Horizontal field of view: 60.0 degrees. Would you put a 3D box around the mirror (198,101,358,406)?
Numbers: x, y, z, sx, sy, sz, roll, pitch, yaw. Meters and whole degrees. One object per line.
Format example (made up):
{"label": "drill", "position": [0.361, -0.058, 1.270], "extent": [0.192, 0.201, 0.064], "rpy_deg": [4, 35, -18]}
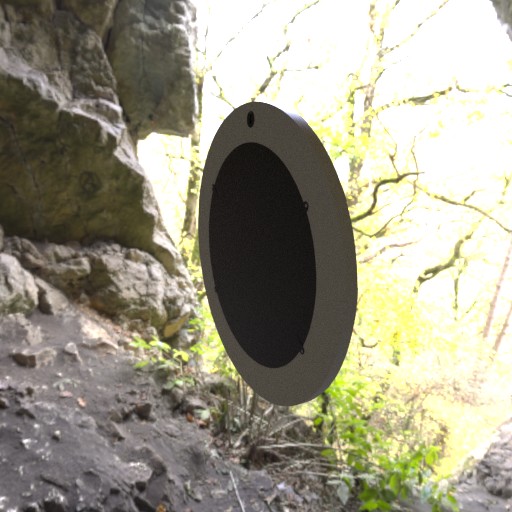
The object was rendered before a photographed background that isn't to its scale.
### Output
{"label": "mirror", "position": [0.000, 0.000, 1.387], "extent": [0.038, 0.914, 0.914], "rpy_deg": [-7, 16, -27]}
